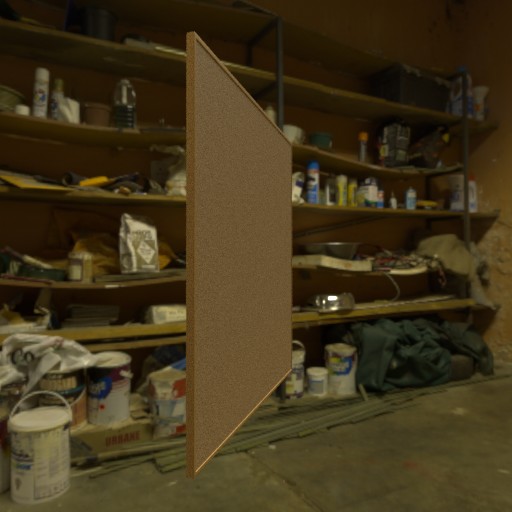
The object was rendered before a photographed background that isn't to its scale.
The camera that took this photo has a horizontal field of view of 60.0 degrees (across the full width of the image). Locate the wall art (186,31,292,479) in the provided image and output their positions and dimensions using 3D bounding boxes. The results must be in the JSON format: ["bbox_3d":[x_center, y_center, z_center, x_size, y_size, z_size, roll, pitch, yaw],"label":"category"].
[{"bbox_3d":[0.000,0.000,0.965,0.014,0.655,0.657,0,0,17],"label":"wall art"}]
